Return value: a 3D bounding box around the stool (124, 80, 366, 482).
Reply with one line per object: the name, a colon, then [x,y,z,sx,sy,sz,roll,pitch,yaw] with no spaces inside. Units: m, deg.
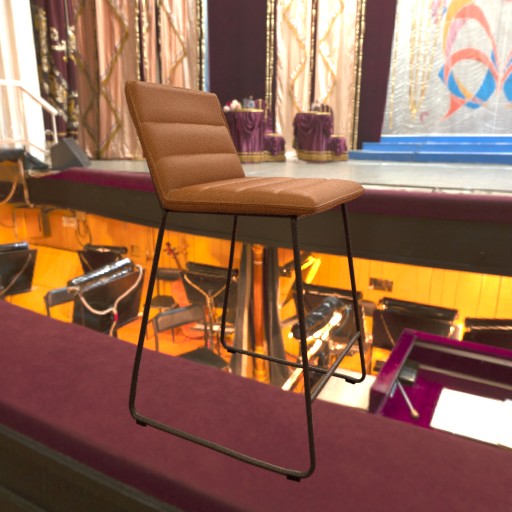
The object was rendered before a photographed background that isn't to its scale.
stool: [0.000,0.000,1.172,0.524,0.866,0.489,8,17,27]
